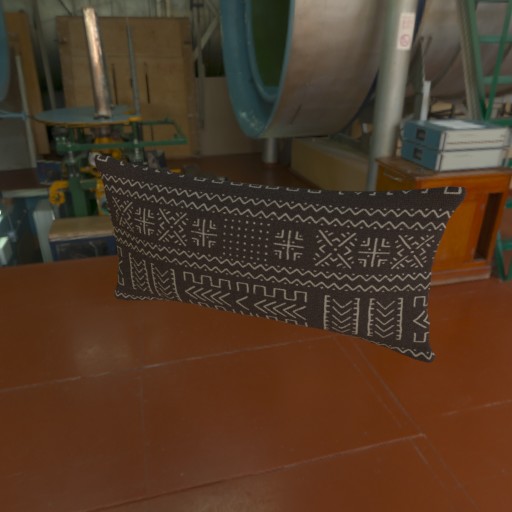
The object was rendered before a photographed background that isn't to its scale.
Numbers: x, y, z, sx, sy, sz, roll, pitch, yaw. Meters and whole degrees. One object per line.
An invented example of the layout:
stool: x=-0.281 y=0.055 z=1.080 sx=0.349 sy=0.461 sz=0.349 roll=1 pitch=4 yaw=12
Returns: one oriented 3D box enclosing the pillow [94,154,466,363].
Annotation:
pillow: x=0.000 y=0.000 z=0.811 sx=0.667 sy=0.322 sz=0.135 roll=9 pitch=27 yaw=17
